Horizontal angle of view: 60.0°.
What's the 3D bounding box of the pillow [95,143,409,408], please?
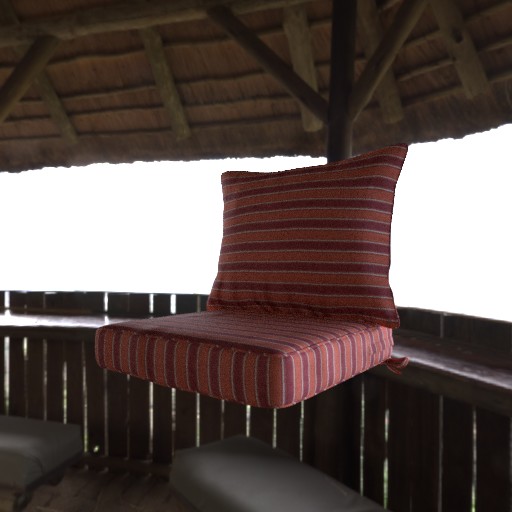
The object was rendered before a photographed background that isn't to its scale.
[{"bbox_3d":[0.000,0.000,1.406,0.799,0.723,0.733,0,-1,37],"label":"pillow"}]
